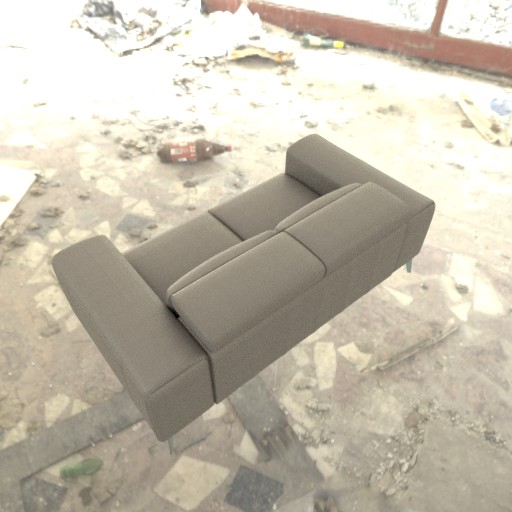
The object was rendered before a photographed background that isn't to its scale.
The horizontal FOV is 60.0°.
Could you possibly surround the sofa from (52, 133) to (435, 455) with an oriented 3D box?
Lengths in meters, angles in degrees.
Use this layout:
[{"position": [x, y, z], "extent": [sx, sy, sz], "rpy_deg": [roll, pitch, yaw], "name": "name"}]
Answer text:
[{"position": [0.000, 0.000, 2.553], "extent": [1.930, 0.753, 1.024], "rpy_deg": [-30, 53, -26], "name": "sofa"}]
